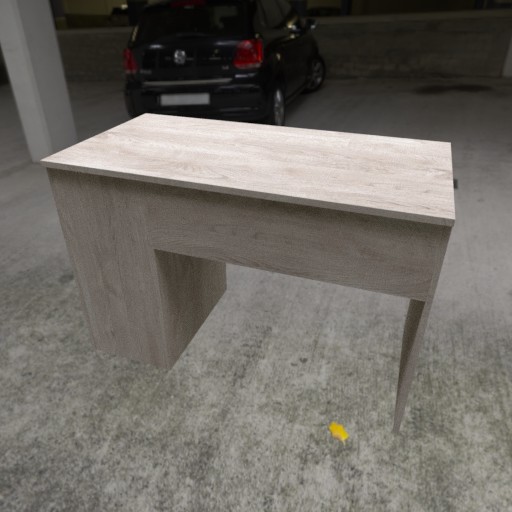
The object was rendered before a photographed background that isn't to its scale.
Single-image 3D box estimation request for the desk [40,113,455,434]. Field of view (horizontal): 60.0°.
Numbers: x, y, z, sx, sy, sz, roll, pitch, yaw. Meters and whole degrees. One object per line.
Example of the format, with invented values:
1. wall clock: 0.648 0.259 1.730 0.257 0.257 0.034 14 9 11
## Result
1. desk: 0.000 0.000 1.514 1.097 0.735 0.560 11 33 17
